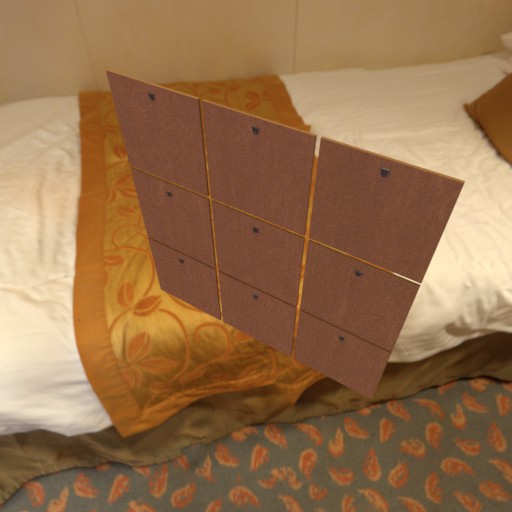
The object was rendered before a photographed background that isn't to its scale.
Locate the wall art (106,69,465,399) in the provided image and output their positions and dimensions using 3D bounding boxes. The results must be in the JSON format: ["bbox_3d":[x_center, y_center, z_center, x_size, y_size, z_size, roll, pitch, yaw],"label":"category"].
[{"bbox_3d":[0.000,0.000,2.214,1.526,1.522,0.023,24,51,21],"label":"wall art"}]
